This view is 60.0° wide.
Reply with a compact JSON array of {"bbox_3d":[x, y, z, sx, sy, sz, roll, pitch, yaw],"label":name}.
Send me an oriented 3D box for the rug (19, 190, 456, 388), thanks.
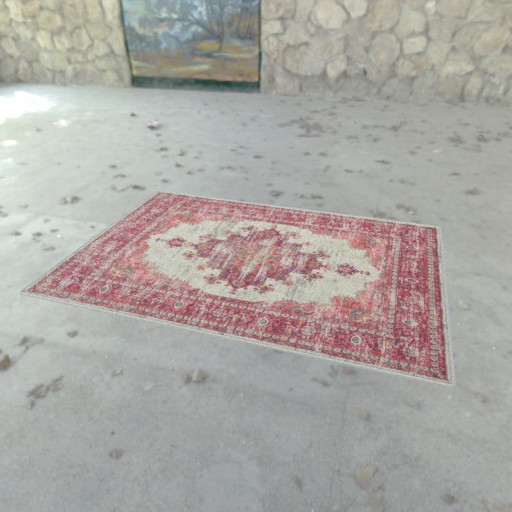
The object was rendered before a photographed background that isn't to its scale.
[{"bbox_3d":[0.000,0.000,2.165,1.747,0.011,1.217,9,31,15],"label":"rug"}]
